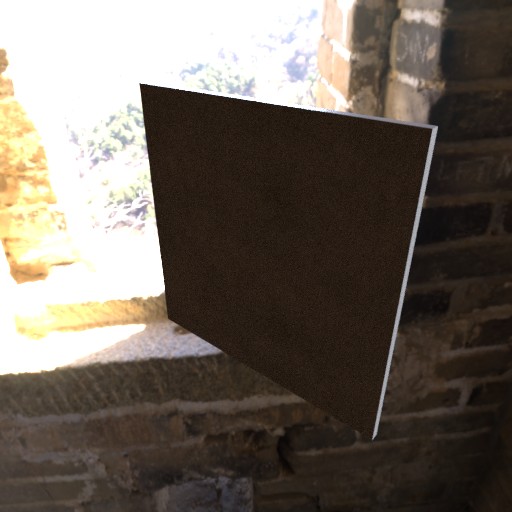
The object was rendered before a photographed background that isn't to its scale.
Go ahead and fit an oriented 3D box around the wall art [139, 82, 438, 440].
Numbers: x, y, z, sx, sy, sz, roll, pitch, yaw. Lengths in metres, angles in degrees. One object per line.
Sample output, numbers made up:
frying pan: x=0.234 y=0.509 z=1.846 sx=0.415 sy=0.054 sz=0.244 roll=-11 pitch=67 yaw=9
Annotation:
wall art: x=0.000 y=0.000 z=0.978 sx=0.664 sy=0.661 sz=0.020 roll=22 pitch=36 yaw=34
